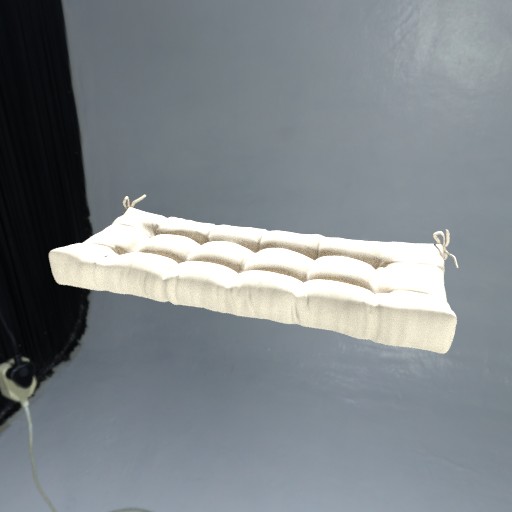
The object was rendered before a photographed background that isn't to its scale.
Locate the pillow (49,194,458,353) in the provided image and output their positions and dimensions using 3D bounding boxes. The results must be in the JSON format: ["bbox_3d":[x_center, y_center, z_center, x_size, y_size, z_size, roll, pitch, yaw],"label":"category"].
[{"bbox_3d":[0.000,0.000,1.365,1.194,0.174,0.511,8,27,16],"label":"pillow"}]
